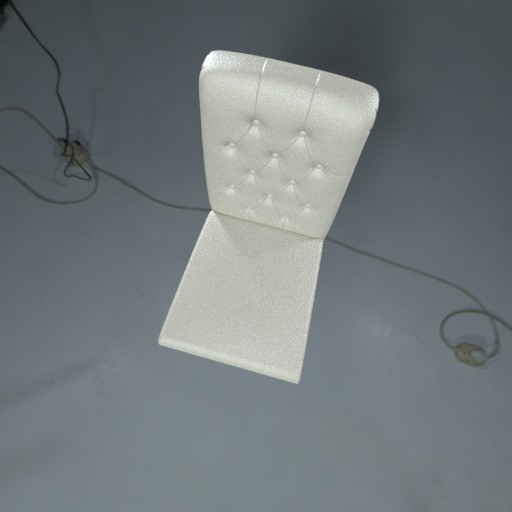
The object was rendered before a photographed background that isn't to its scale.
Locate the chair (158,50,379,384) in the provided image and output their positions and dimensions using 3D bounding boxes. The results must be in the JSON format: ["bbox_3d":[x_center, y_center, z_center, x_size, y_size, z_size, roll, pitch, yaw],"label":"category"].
[{"bbox_3d":[0.000,0.000,1.378,0.456,1.006,0.671,15,75,4],"label":"chair"}]
